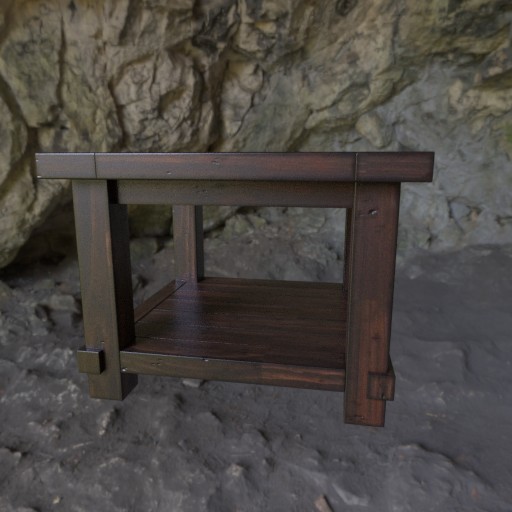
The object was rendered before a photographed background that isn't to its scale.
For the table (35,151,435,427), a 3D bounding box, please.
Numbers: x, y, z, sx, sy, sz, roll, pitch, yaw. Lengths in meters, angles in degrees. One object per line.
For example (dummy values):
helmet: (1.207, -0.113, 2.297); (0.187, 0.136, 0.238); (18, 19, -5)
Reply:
table: (0.000, 0.000, 0.976); (0.593, 0.437, 0.606); (2, 13, 10)
